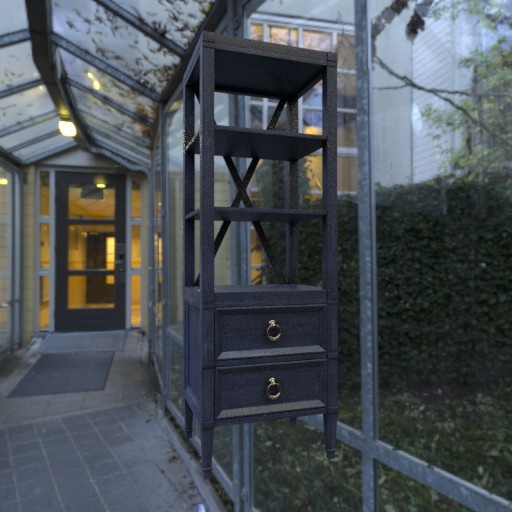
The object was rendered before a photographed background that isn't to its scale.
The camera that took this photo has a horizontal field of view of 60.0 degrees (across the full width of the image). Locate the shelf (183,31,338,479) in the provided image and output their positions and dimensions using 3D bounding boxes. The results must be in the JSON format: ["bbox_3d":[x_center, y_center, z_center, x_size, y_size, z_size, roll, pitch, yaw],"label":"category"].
[{"bbox_3d":[0.000,0.000,2.004,0.584,1.727,0.472,0,0,-18],"label":"shelf"}]
